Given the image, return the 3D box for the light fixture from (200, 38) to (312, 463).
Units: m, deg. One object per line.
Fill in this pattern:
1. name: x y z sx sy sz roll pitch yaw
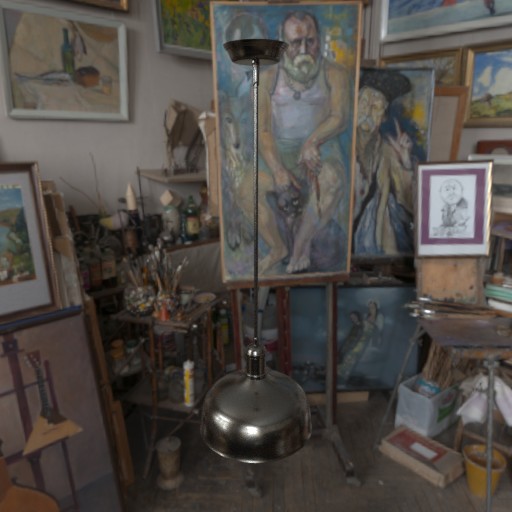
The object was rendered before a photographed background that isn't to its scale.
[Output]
1. light fixture: 0.000 0.000 1.073 0.299 0.935 0.299 2 15 8
